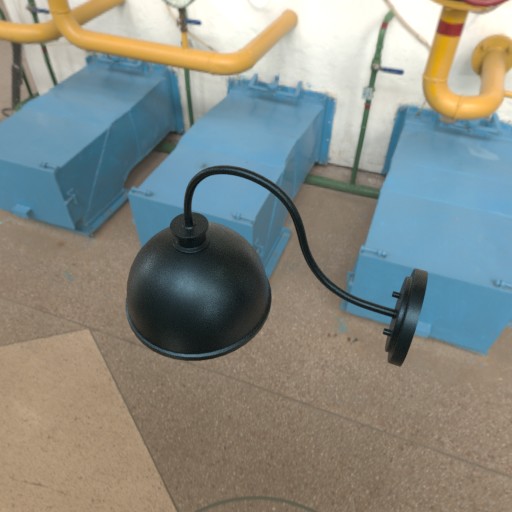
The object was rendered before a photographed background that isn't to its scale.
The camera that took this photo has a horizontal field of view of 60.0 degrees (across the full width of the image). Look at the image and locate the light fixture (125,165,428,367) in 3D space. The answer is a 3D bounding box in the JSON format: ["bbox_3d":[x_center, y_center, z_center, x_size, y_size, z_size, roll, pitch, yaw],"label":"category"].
[{"bbox_3d":[0.000,0.000,0.648,0.467,0.295,0.253,16,48,15],"label":"light fixture"}]
